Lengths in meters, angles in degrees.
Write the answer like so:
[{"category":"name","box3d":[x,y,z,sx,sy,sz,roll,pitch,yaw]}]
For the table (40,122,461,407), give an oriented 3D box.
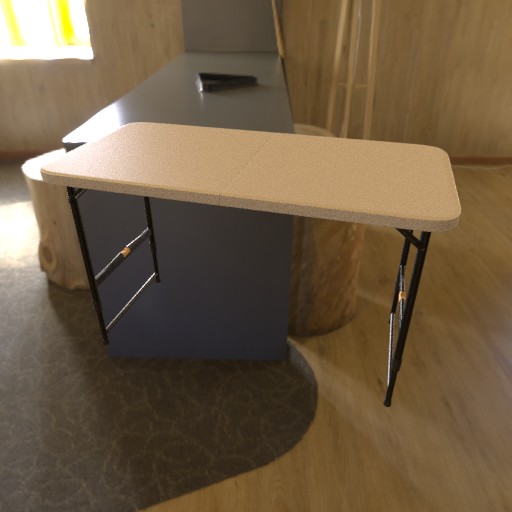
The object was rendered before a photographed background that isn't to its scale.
[{"category":"table","box3d":[0.000,0.000,1.617,1.245,0.737,0.611,9,33,14]}]
